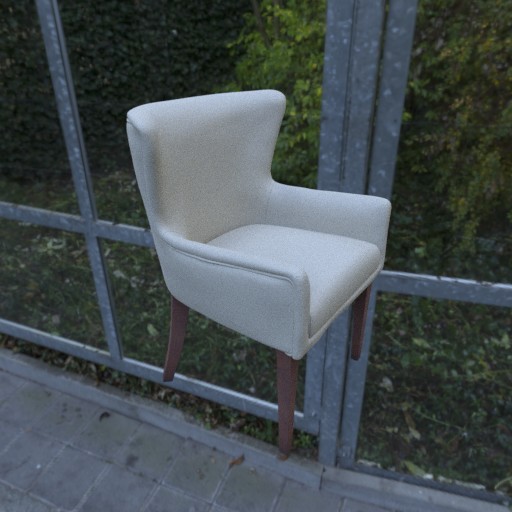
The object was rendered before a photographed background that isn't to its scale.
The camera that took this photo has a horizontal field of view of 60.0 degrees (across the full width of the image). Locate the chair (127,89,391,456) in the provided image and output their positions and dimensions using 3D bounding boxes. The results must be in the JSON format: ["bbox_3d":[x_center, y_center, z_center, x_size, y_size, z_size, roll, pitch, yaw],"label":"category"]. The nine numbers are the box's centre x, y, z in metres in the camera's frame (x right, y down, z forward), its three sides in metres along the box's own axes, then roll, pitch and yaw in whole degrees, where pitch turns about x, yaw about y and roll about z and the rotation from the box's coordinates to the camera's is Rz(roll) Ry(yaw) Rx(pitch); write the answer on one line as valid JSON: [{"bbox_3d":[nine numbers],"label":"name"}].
[{"bbox_3d":[0.000,0.000,1.460,0.686,0.952,0.660,18,32,31],"label":"chair"}]
